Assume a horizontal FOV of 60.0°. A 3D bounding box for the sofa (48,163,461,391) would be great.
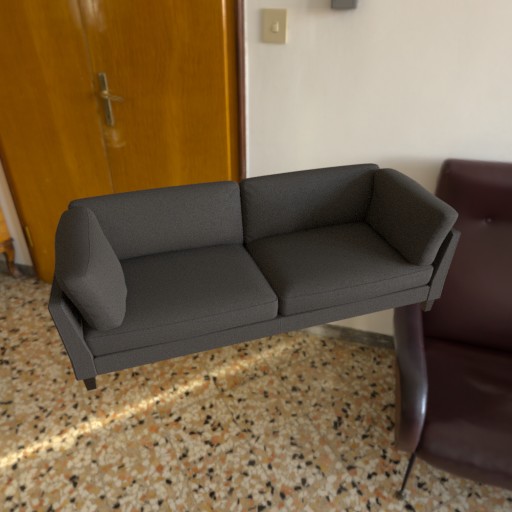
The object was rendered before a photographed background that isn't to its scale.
[{"bbox_3d":[0.000,0.000,2.803,2.312,0.792,0.969,-10,33,-16],"label":"sofa"}]
